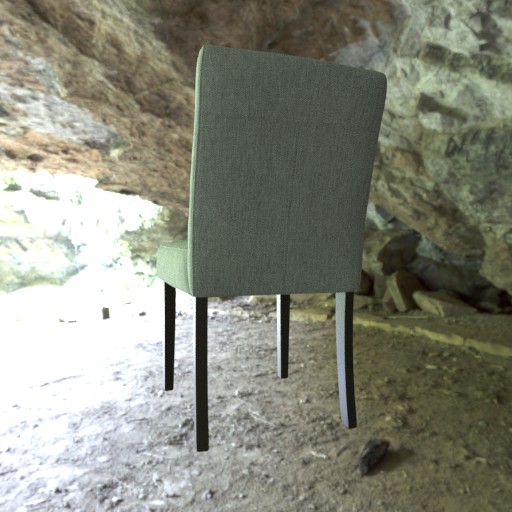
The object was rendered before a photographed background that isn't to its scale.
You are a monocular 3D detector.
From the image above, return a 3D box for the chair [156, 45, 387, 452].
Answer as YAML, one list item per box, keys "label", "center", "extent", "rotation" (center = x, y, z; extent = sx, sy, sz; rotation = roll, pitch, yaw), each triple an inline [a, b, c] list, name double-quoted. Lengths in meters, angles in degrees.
- label: "chair"
  center: [0.000, 0.000, 1.244]
  extent: [0.487, 0.884, 0.629]
  rotation: [0, 1, -19]
